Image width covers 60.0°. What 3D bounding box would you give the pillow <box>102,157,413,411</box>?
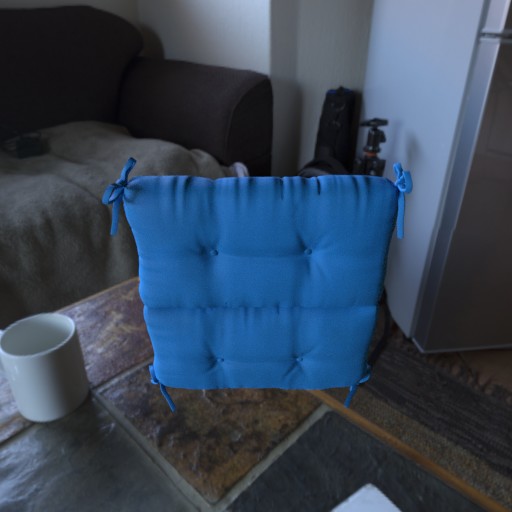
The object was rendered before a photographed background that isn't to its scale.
[{"bbox_3d":[0.000,0.000,1.052,0.519,0.605,0.571,0,30,0],"label":"pillow"}]
